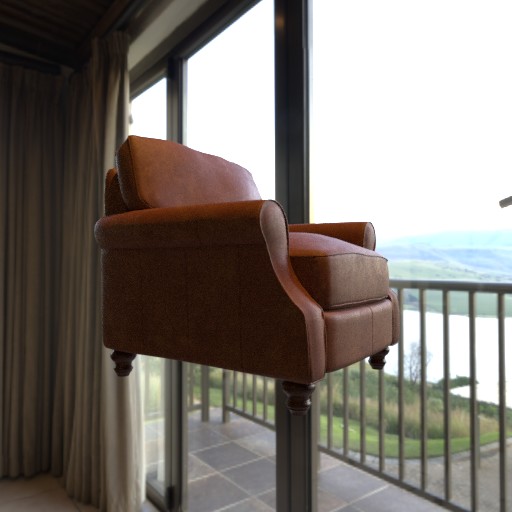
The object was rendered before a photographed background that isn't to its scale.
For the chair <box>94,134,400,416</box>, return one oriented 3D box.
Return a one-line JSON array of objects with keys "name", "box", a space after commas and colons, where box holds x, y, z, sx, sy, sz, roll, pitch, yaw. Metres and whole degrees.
[{"name": "chair", "box": [0.000, 0.000, 1.840, 0.986, 0.962, 0.983, -1, -1, 35]}]
